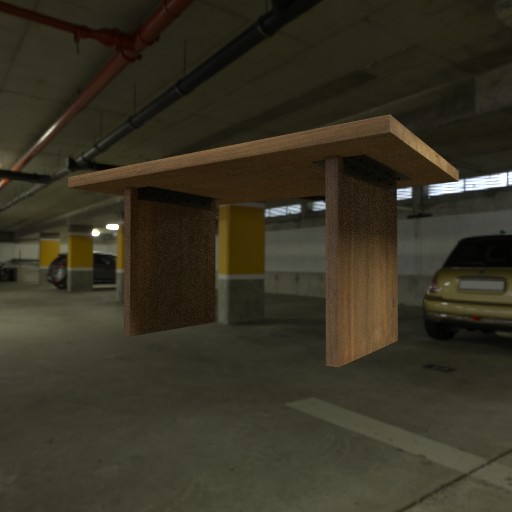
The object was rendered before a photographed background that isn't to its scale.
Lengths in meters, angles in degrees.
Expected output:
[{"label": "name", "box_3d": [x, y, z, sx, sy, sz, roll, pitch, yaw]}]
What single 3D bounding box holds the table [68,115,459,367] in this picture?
[{"label": "table", "box_3d": [0.000, 0.000, 2.107, 1.609, 0.780, 0.946, -1, -1, 35]}]
